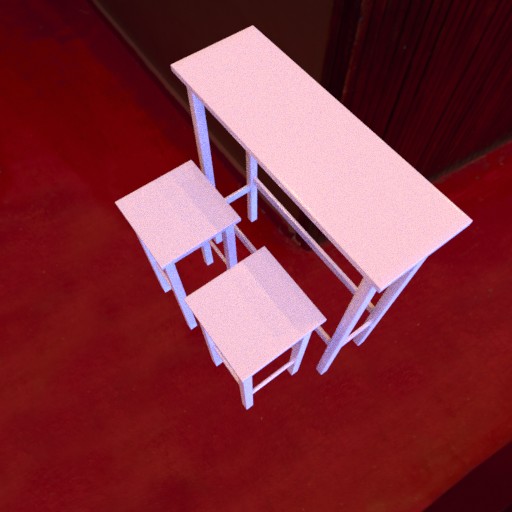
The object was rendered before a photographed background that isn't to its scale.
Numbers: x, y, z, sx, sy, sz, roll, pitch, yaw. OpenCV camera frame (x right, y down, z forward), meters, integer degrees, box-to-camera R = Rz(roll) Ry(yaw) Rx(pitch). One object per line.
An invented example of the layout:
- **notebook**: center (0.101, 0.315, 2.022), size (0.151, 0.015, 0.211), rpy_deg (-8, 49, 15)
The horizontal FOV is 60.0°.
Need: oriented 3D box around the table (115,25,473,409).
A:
- **table**: center (0.000, 0.000, 1.641), size (0.650, 1.065, 0.915), rpy_deg (-33, 68, -16)
